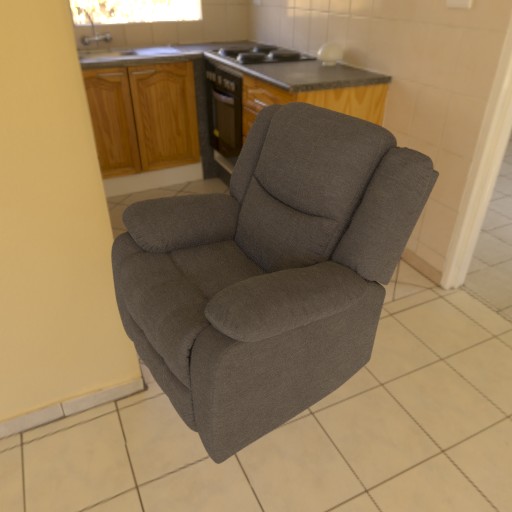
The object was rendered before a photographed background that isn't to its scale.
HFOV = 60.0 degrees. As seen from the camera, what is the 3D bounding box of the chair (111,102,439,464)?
[{"bbox_3d":[0.000,0.000,1.701,0.944,1.008,0.899,-21,38,-29],"label":"chair"}]
